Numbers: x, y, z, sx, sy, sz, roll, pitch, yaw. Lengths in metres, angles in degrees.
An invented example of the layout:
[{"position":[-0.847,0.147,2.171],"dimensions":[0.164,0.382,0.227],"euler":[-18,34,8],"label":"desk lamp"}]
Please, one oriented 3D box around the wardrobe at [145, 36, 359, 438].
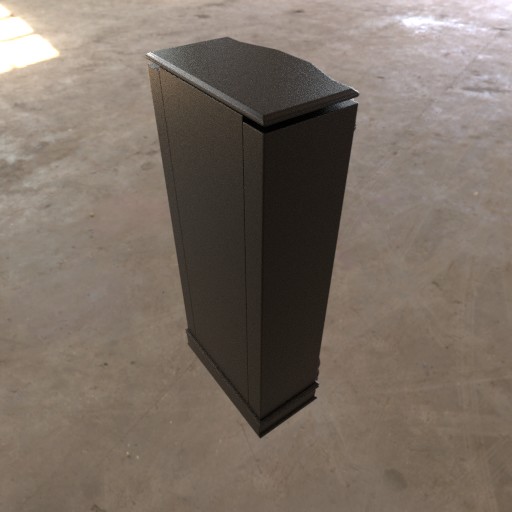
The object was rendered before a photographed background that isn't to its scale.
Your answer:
[{"position":[0.000,0.000,1.217],"dimensions":[0.295,1.011,0.444],"euler":[-26,47,-27],"label":"wardrobe"}]
